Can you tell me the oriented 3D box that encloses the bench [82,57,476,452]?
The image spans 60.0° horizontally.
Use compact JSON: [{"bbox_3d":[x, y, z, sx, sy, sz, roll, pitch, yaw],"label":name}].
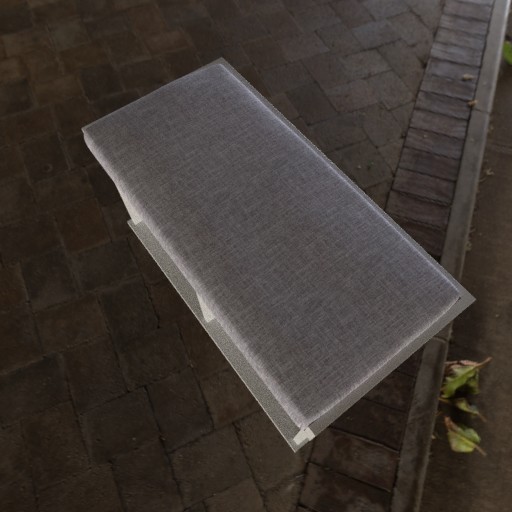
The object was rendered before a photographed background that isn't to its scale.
[{"bbox_3d":[0.000,0.000,0.999,0.362,0.461,0.734,-34,68,-16],"label":"bench"}]
